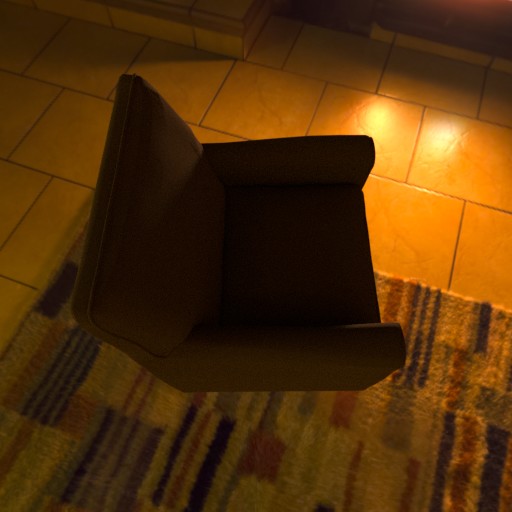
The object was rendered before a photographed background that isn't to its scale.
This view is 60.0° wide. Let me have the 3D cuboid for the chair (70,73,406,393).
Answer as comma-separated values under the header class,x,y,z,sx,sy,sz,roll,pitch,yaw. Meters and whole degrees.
class,x,y,z,sx,sy,sz,roll,pitch,yaw
chair,0.000,0.000,1.542,0.831,0.911,0.836,0,62,0
